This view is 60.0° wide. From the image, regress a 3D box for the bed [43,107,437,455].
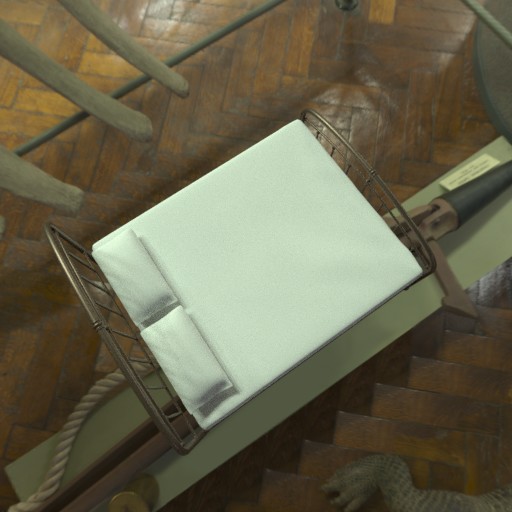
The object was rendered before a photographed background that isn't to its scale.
[{"bbox_3d":[0.000,0.000,3.282,2.168,1.475,1.711,-34,77,-9],"label":"bed"}]
